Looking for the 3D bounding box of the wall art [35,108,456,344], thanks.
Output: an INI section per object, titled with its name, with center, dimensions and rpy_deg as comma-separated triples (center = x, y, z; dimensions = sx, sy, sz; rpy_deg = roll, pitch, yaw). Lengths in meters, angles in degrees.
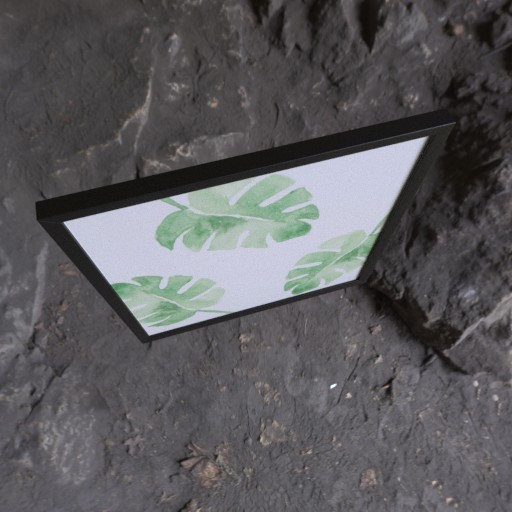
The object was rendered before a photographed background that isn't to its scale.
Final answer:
[wall art]
center = 0.000, 0.000, 1.128
dimensions = 0.765, 0.765, 0.038
rpy_deg = -14, 64, -7
